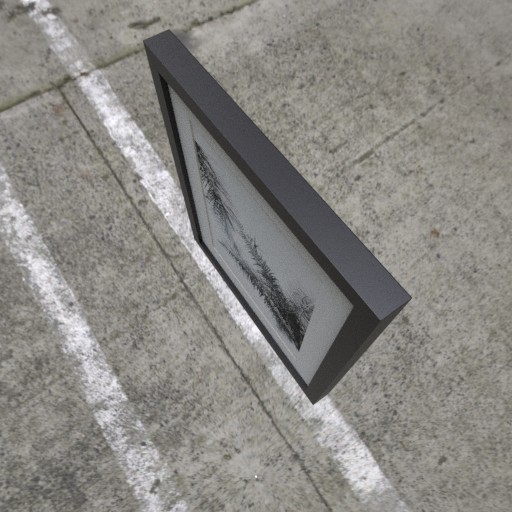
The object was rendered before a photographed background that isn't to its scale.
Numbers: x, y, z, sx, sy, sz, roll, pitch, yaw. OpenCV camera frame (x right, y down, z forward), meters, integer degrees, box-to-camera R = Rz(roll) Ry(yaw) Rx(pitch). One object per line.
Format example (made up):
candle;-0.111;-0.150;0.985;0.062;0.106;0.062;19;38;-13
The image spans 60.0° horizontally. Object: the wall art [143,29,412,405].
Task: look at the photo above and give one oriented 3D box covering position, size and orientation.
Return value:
wall art;0.000;0.000;0.520;0.028;0.380;0.325;-32;68;-15
